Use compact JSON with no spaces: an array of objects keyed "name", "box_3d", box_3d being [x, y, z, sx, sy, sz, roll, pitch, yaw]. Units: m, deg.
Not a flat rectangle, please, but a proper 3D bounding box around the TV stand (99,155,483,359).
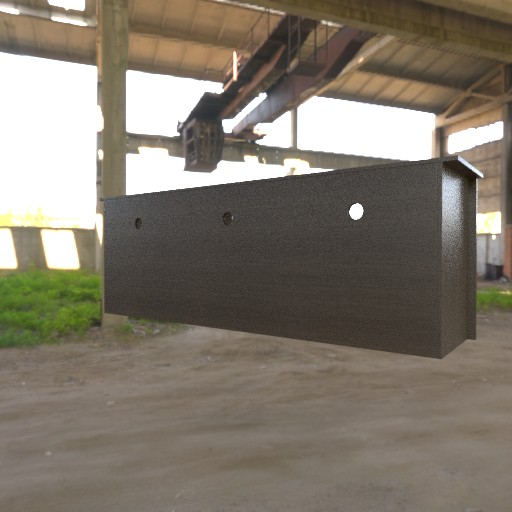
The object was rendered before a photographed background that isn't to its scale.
[{"name":"TV stand","box_3d":[0.000,0.000,2.000,1.778,0.610,0.406,0,1,36]}]
